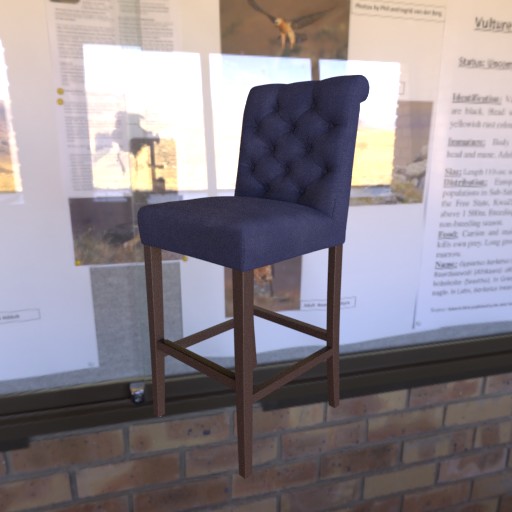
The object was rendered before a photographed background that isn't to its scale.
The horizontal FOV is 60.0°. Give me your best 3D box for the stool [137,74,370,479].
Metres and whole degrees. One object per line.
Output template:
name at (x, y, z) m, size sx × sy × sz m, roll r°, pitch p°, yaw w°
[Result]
stool at (0.000, 0.000, 1.477) m, size 0.493 × 1.140 × 0.601 m, roll 13°, pitch 20°, yaw 41°
